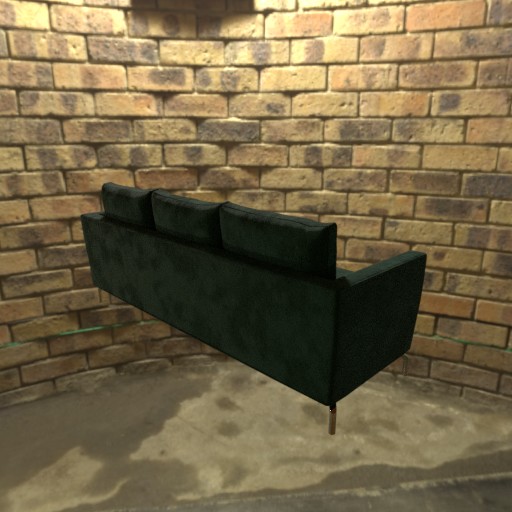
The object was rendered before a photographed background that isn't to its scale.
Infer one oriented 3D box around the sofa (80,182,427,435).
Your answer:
[{"bbox_3d":[0.000,0.000,3.219,2.441,1.007,1.489,15,22,43],"label":"sofa"}]
